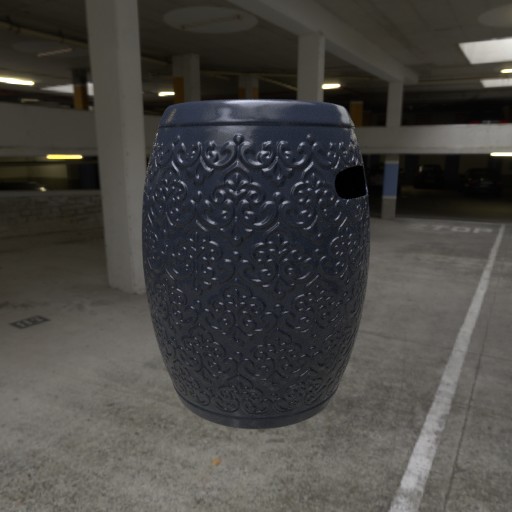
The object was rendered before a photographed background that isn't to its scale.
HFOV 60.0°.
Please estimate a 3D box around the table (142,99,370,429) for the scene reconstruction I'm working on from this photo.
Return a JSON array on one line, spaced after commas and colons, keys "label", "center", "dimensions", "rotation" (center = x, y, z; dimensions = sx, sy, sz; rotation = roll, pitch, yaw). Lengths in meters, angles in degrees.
[{"label": "table", "center": [0.000, 0.000, 0.623], "dimensions": [0.309, 0.397, 0.309], "rotation": [0, 14, 0]}]
